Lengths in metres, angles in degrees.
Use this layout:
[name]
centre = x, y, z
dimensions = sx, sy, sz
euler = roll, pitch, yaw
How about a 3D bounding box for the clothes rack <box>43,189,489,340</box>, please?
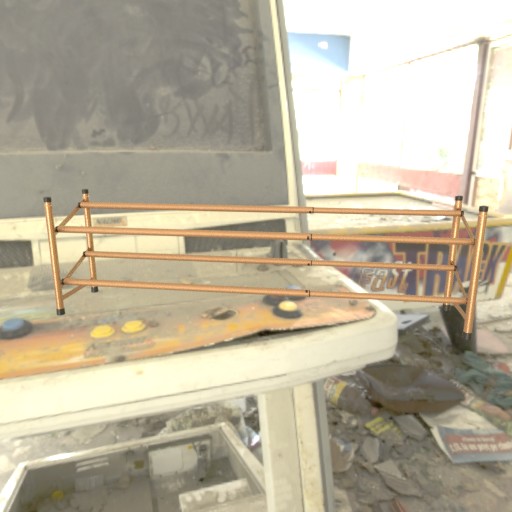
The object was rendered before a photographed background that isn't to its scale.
[clothes rack]
centre = 0.000, 0.000, 1.294
dimensions = 1.168, 0.349, 0.229
euler = 2, 15, 8
